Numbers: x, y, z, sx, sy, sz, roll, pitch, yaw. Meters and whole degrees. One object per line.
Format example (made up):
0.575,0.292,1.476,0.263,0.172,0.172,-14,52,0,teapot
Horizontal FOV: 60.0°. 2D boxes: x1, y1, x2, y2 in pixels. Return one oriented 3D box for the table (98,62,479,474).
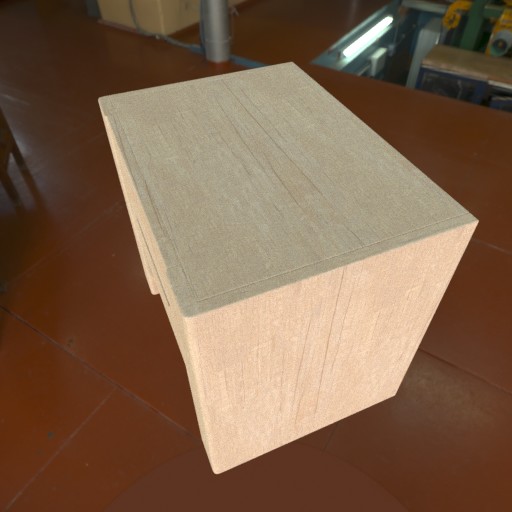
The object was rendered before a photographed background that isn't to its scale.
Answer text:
0.000,0.000,0.912,0.420,0.510,0.570,-17,48,-16,table
